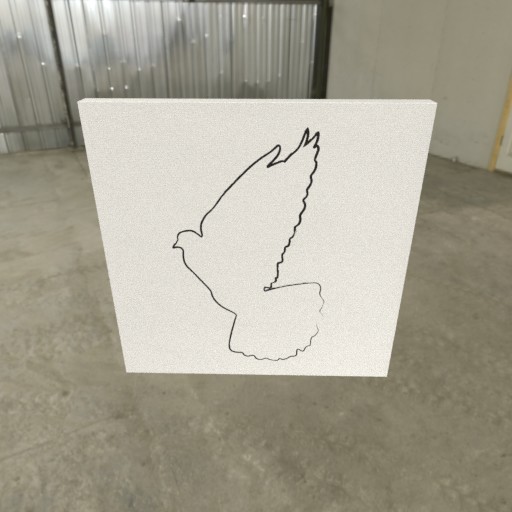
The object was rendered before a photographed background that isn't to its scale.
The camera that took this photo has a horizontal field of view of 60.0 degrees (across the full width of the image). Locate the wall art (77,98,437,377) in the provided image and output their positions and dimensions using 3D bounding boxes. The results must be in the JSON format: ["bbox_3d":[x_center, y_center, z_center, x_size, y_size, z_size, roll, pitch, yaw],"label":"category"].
[{"bbox_3d":[0.000,0.000,0.910,0.610,0.610,0.038,1,28,1],"label":"wall art"}]
